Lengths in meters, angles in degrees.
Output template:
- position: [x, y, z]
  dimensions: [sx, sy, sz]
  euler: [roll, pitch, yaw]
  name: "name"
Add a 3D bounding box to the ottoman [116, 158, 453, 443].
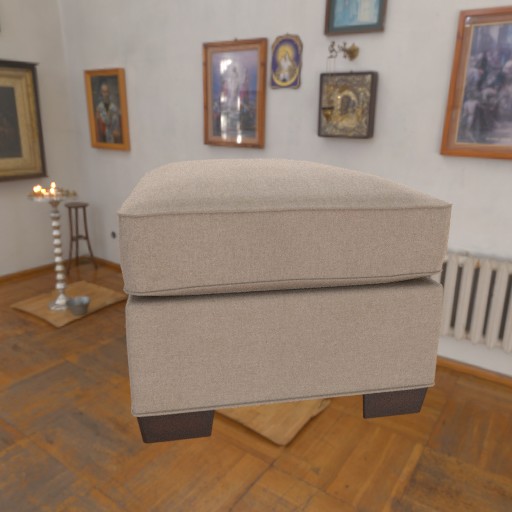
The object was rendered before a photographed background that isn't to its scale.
- position: [0.000, 0.000, 1.213]
  dimensions: [0.617, 0.503, 0.846]
  euler: [-3, 16, -10]
  name: "ottoman"
